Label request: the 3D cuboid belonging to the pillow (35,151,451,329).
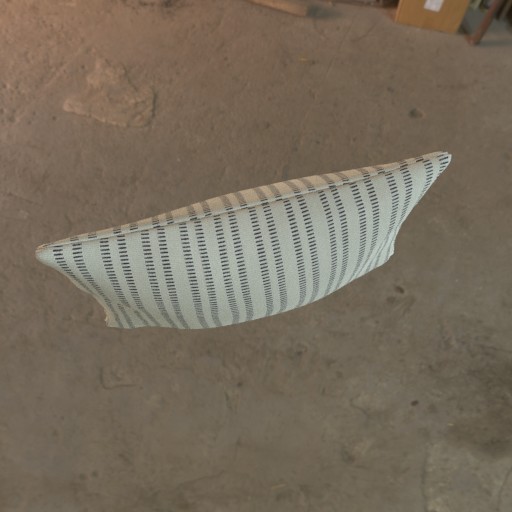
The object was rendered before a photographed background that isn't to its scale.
[{"bbox_3d":[0.000,0.000,0.799,0.640,0.353,0.210,-14,65,-7],"label":"pillow"}]
